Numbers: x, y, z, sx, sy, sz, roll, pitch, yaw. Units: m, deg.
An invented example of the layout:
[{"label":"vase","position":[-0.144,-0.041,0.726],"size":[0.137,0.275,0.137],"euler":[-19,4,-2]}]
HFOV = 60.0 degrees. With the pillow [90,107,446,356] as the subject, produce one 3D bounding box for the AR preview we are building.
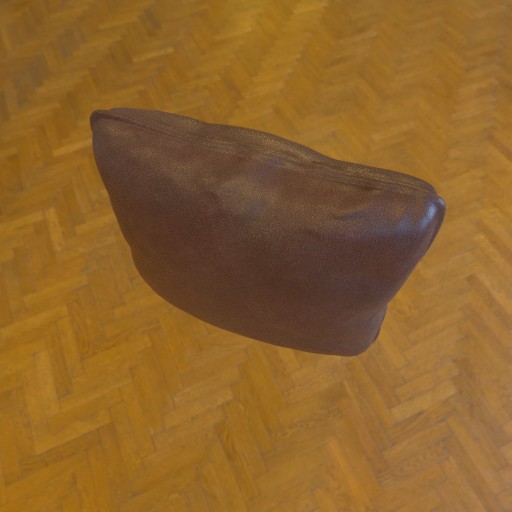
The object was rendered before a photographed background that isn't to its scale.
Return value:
[{"label":"pillow","position":[0.000,0.000,0.808],"size":[0.532,0.523,0.236],"euler":[16,59,10]}]
